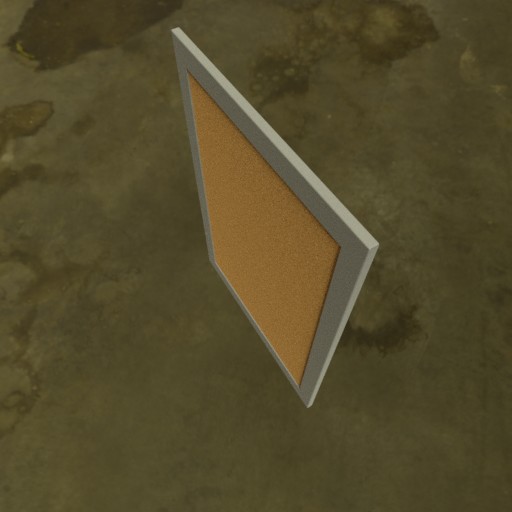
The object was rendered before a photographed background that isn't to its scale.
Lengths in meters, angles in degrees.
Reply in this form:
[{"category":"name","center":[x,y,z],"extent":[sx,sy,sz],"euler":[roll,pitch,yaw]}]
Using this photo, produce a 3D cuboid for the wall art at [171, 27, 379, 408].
[{"category":"wall art","center":[0.000,0.000,0.675],"extent":[0.012,0.529,0.374],"euler":[-28,62,-16]}]
